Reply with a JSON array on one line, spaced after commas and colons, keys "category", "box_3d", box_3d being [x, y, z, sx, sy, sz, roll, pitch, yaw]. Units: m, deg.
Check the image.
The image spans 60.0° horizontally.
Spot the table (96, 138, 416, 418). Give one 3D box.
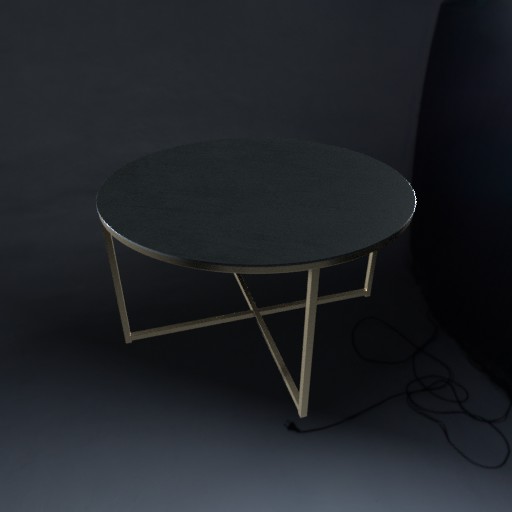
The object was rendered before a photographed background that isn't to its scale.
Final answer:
[{"category": "table", "box_3d": [0.000, 0.000, 1.278, 0.800, 0.450, 0.800, 0, 31, 0]}]
